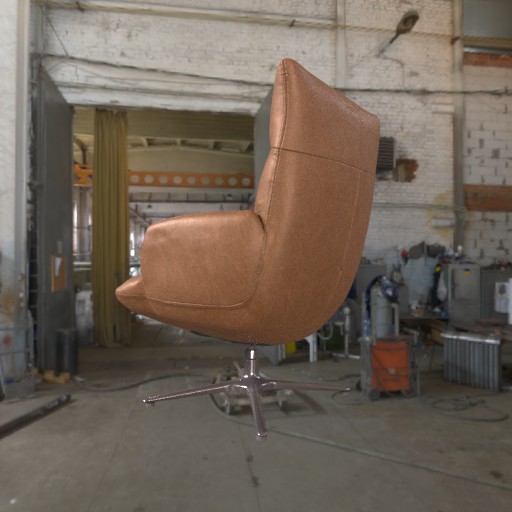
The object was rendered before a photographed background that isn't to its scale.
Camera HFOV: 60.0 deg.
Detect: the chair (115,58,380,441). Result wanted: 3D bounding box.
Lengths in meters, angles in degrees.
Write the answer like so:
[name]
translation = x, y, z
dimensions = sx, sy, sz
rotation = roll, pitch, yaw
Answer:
[chair]
translation = 0.000, 0.000, 1.575
dimensions = 0.794, 1.027, 0.711
rotation = 0, -1, 37
